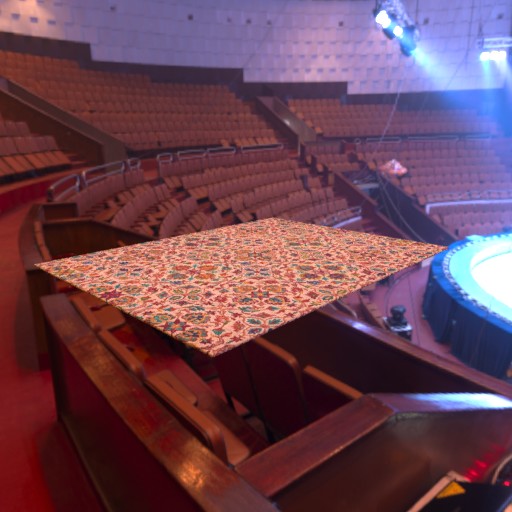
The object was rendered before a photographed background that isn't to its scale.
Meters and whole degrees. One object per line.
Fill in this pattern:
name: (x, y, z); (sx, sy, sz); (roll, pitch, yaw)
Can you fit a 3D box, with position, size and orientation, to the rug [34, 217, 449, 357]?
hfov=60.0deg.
rug: (0.000, 0.000, 4.271); (2.446, 0.020, 3.215); (14, 21, 42)
